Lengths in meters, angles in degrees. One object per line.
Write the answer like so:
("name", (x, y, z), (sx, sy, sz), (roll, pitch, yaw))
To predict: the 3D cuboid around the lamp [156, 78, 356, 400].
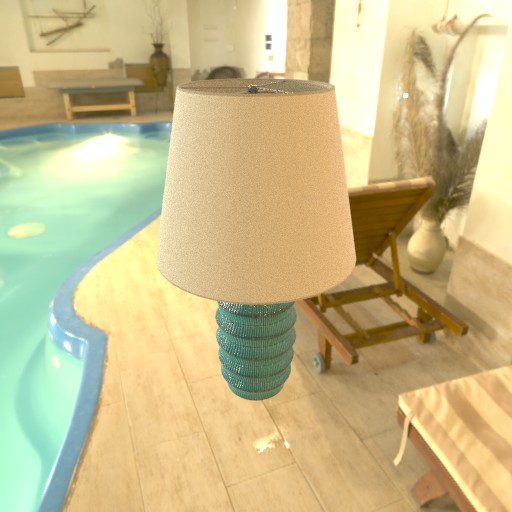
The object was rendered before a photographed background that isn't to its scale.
("lamp", (0.000, 0.000, 0.805), (0.355, 0.582, 0.355), (0, 26, 0))
